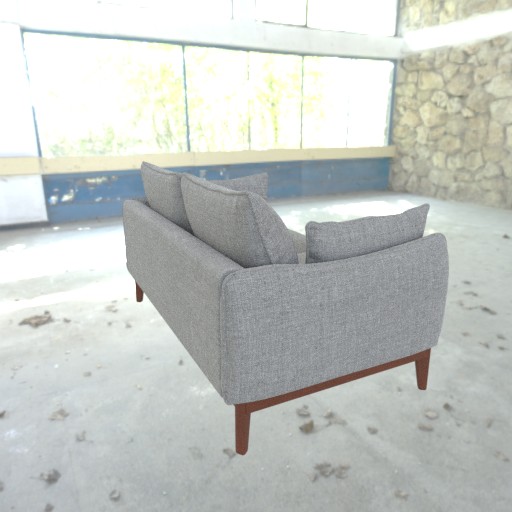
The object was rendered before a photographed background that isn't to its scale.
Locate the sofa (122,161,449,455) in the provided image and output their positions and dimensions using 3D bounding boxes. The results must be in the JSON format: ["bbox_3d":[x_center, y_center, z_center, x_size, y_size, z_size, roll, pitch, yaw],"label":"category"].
[{"bbox_3d":[0.000,0.000,2.145,0.972,0.851,1.580,-8,18,-26],"label":"sofa"}]
